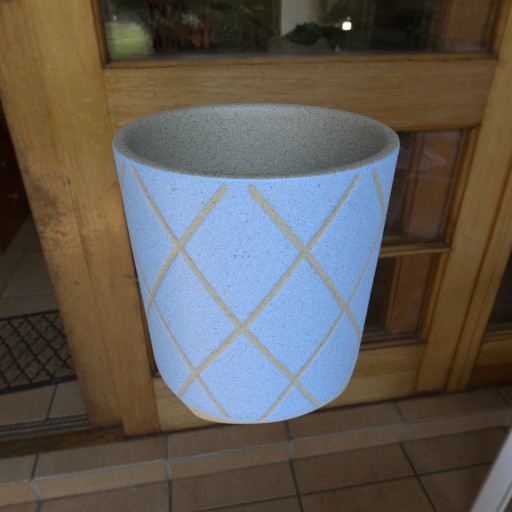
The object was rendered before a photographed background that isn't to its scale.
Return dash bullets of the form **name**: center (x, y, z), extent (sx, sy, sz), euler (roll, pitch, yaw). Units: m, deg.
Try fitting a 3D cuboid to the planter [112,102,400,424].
- **planter**: center (0.000, 0.000, 0.354), extent (0.191, 0.200, 0.191), euler (0, 30, 0)
